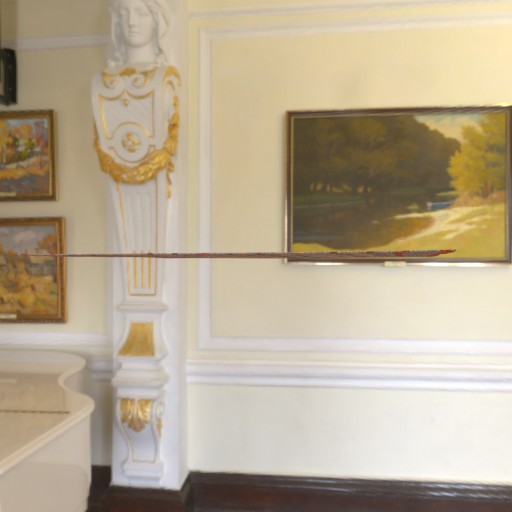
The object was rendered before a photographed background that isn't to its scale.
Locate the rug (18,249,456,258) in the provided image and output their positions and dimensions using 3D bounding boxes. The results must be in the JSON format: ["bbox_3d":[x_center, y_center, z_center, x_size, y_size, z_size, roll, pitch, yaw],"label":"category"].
[{"bbox_3d":[0.000,0.000,3.909,3.029,0.022,2.263,0,-1,18],"label":"rug"}]
